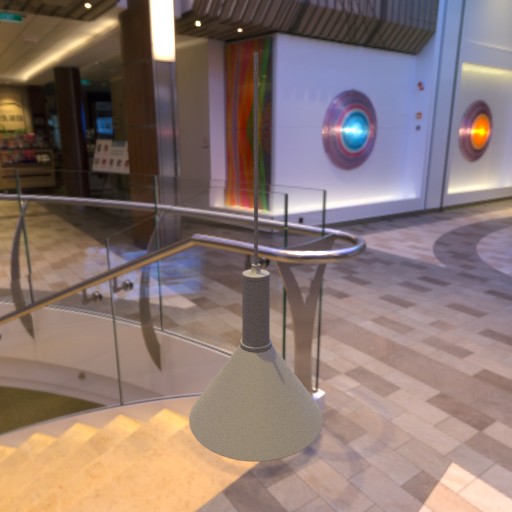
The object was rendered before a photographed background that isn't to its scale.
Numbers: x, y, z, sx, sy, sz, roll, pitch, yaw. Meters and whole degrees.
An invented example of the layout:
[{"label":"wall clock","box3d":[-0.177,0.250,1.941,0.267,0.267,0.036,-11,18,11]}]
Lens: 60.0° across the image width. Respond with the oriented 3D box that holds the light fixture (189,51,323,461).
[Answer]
[{"label":"light fixture","box3d":[0.000,0.000,0.806,0.267,0.683,0.267,2,15,8]}]
